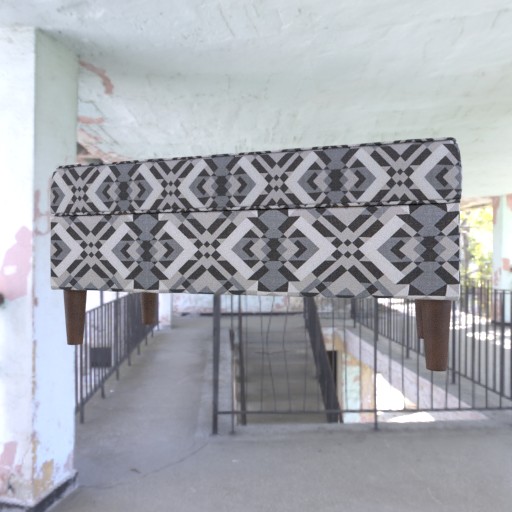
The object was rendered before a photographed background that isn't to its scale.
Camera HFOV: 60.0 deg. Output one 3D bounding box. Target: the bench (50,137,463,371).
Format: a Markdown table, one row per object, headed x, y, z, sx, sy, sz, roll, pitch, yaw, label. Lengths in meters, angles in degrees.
| x | y | z | sx | sy | sz | roll | pitch | yaw | label |
| --- | --- | --- | --- | --- | --- | --- | --- | --- | --- |
| 0.000 | 0.000 | 1.248 | 1.016 | 0.477 | 0.492 | 0 | 0 | 17 | bench |
